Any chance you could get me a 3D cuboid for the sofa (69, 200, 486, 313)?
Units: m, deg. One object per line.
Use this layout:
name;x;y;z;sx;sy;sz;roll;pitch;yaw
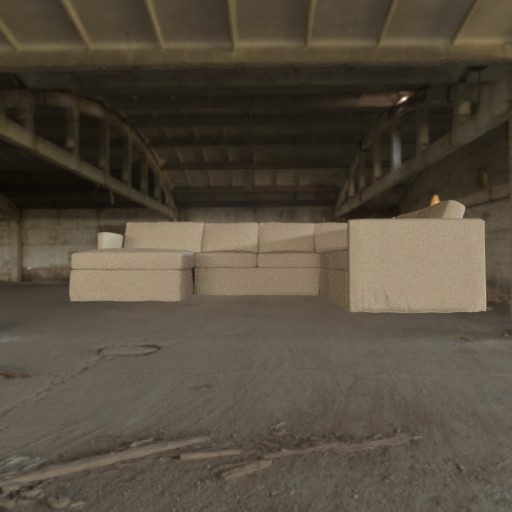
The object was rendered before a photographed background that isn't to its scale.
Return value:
sofa;0.000;0.000;4.534;3.528;0.878;2.476;0;-1;1
